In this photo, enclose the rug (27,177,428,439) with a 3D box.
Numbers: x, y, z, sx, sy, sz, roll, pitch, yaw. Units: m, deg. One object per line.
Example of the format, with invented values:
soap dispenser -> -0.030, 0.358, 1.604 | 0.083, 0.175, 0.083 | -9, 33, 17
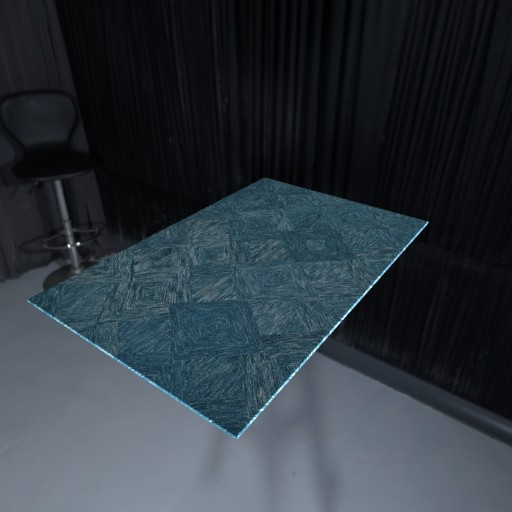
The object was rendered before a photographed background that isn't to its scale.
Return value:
rug -> 0.000, 0.000, 2.871 | 1.490, 0.015, 2.277 | 21, 37, 30
